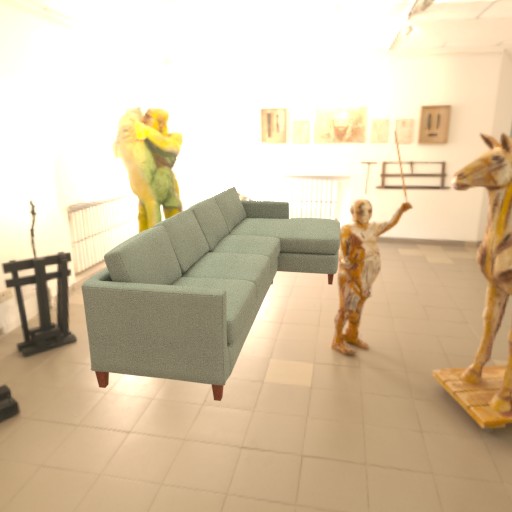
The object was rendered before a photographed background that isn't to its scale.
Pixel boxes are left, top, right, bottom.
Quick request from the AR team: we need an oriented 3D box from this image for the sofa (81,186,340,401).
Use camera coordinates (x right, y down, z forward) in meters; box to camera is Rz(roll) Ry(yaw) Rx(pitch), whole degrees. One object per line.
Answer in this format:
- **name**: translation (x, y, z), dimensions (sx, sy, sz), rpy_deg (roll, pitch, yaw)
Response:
- **sofa**: translation (0.000, 0.000, 4.279), dimensions (1.604, 0.950, 3.471), rpy_deg (3, 16, 10)
